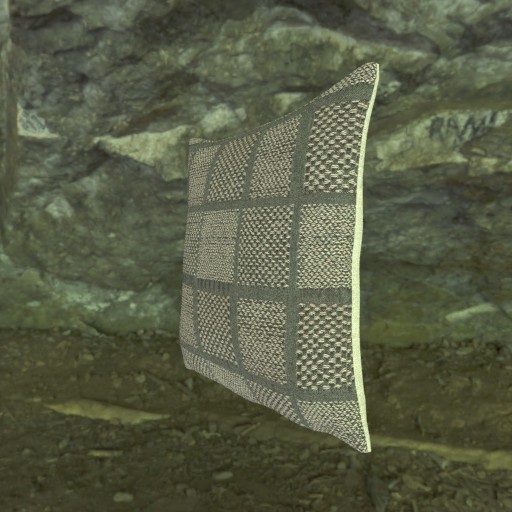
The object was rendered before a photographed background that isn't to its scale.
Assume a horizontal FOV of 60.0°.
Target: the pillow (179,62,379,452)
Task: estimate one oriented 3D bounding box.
[{"bbox_3d":[0.000,0.000,0.657,0.138,0.432,0.435,-1,1,-36],"label":"pillow"}]
